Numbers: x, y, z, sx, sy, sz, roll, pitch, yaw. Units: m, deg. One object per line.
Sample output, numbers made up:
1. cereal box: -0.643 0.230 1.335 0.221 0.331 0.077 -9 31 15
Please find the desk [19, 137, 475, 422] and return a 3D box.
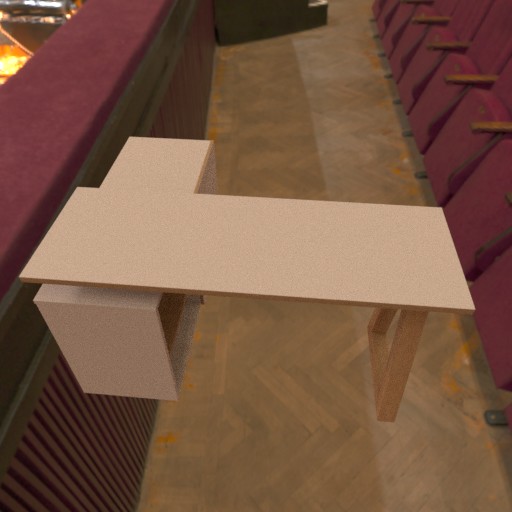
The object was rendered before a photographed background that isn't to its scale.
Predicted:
1. desk: 0.000 0.000 2.007 1.404 0.755 1.098 4 44 4
